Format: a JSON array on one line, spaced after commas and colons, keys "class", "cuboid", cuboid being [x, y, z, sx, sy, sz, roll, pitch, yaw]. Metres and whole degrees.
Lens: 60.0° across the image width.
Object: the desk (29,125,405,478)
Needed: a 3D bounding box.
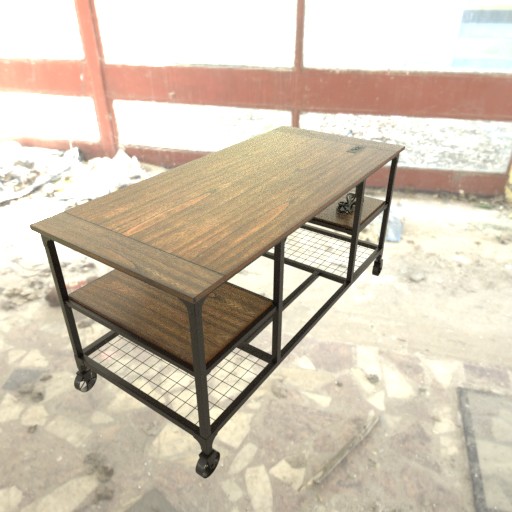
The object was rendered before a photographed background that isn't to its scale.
[{"class": "desk", "cuboid": [0.000, 0.000, 2.001, 0.711, 0.751, 1.590, 19, 36, 30]}]
